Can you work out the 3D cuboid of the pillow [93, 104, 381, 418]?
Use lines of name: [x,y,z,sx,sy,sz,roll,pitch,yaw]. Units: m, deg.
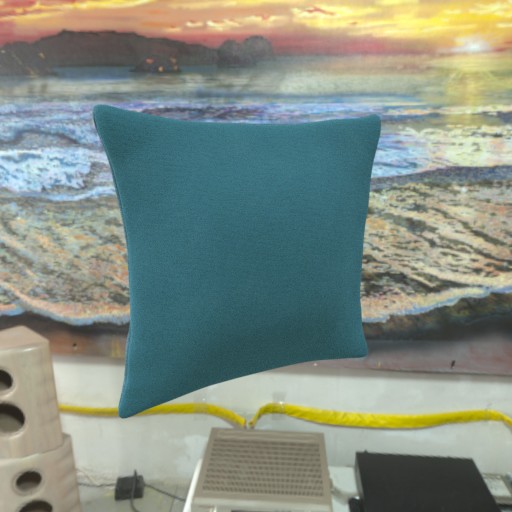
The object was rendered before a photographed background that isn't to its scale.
pillow: [0.000,0.000,0.662,0.433,0.415,0.151,-7,16,-25]
